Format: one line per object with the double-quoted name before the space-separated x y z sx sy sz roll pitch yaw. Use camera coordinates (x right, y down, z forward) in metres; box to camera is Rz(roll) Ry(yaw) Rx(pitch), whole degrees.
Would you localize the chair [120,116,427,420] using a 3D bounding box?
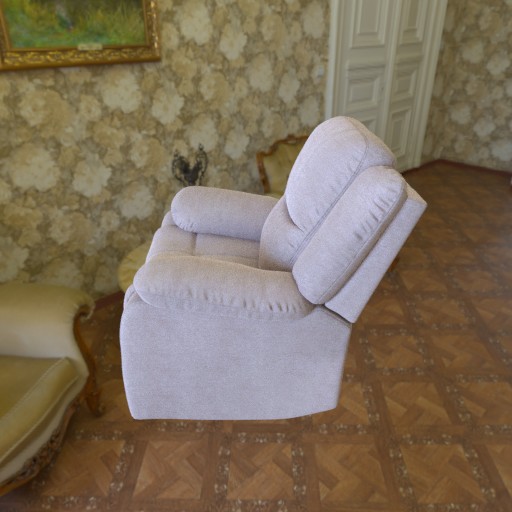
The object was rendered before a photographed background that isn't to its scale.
"chair" 0.000 0.000 1.722 0.944 1.008 0.899 0 27 0
